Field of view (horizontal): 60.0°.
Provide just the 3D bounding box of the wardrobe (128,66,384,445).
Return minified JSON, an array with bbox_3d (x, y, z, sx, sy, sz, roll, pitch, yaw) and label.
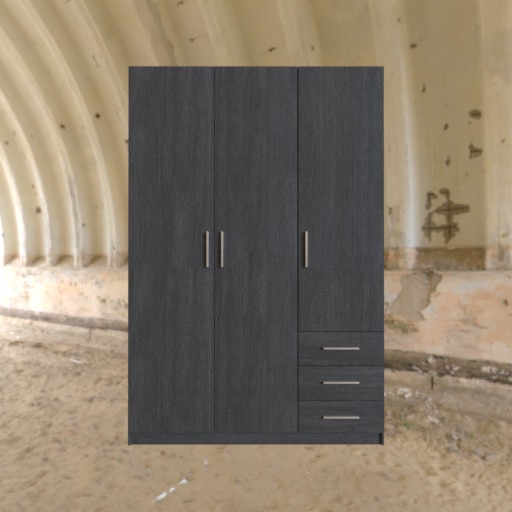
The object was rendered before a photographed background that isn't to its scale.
[{"bbox_3d":[0.000,0.000,2.468,1.290,1.910,0.510,0,0,0],"label":"wardrobe"}]
